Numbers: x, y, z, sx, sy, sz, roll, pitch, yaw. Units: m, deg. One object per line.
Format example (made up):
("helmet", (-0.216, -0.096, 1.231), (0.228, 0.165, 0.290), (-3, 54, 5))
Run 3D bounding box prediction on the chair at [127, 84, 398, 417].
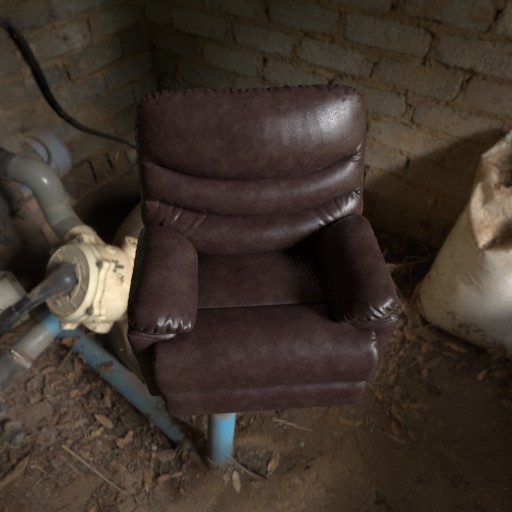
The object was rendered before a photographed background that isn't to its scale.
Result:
("chair", (0.000, 0.000, 1.685), (0.940, 1.041, 0.879), (-3, 47, -3))
